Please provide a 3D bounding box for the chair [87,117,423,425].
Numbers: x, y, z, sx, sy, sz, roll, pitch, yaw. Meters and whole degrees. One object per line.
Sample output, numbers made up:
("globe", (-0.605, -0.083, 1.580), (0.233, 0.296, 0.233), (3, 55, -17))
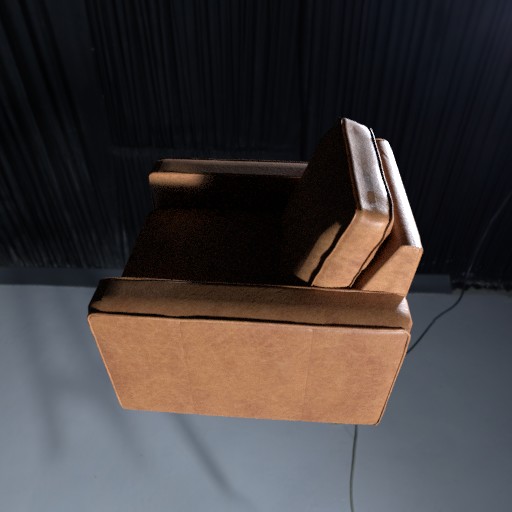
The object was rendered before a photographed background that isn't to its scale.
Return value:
("chair", (0.000, 0.000, 1.738), (1.027, 0.901, 0.987), (1, 42, 1))
